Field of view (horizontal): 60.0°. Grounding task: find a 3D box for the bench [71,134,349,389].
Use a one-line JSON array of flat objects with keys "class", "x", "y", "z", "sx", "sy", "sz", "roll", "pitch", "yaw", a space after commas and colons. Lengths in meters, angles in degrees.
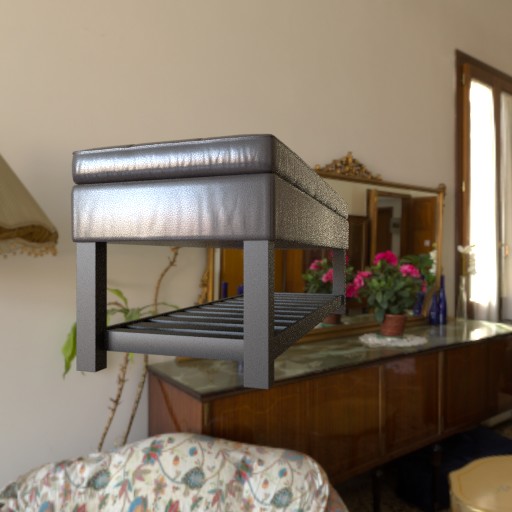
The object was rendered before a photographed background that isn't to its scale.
[{"class": "bench", "x": 0.000, "y": 0.000, "z": 1.337, "sx": 0.432, "sy": 0.460, "sz": 1.105, "roll": 0, "pitch": 0, "yaw": 18}]
